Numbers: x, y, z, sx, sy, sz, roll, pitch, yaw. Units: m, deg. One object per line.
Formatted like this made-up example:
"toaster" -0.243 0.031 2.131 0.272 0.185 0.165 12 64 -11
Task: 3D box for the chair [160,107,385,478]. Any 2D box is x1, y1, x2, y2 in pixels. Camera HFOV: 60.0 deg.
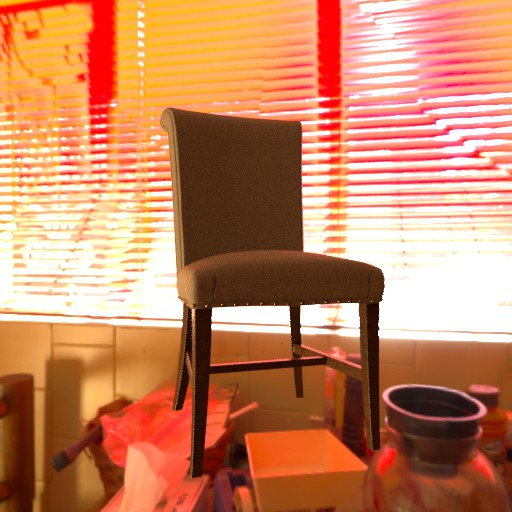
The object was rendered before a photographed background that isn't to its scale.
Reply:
"chair" 0.000 0.000 1.324 0.513 0.988 0.608 0 0 -18
